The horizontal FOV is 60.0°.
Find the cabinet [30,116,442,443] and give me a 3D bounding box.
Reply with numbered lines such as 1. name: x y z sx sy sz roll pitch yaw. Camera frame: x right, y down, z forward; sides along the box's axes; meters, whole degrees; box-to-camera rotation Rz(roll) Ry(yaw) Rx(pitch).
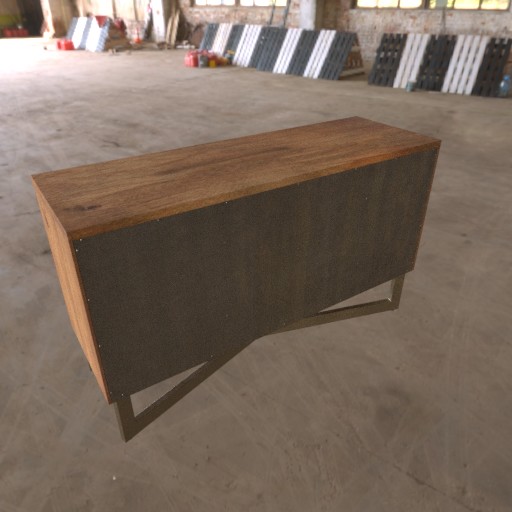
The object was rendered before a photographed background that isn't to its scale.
1. cabinet: 0.000 0.000 1.736 1.373 0.812 0.480 -19 35 -28
